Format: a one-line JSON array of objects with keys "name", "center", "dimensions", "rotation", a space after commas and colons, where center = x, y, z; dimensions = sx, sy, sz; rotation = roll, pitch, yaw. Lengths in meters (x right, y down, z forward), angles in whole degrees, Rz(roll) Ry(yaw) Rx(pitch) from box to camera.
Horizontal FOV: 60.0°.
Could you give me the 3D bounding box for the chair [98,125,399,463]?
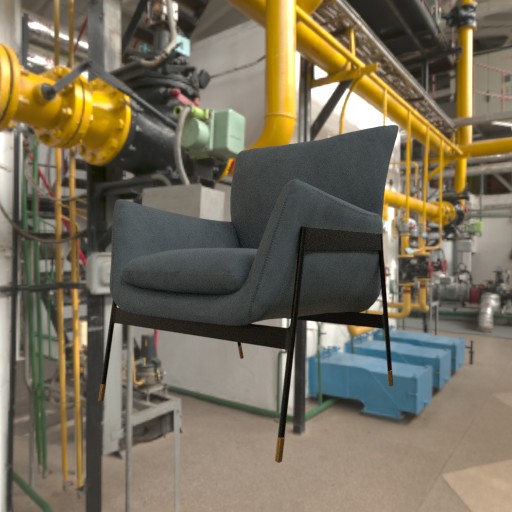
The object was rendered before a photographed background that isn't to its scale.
[{"name": "chair", "center": [0.000, 0.000, 1.388], "dimensions": [0.678, 0.858, 0.709], "rotation": [0, 1, 37]}]
